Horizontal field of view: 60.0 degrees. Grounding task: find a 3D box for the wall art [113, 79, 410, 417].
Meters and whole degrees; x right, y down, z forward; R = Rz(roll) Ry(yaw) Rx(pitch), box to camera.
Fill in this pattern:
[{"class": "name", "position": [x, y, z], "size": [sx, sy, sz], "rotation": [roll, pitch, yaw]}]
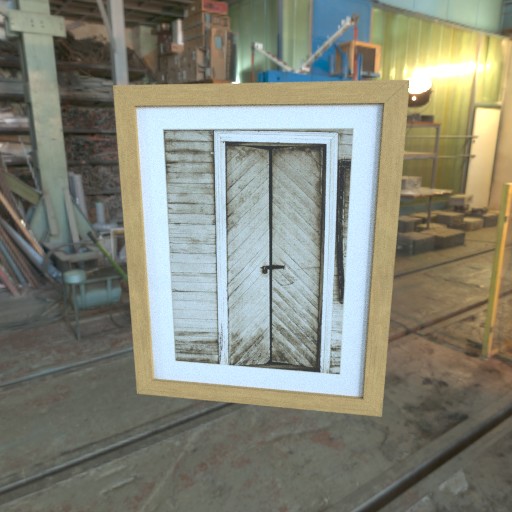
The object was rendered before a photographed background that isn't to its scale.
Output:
[{"class": "wall art", "position": [0.000, 0.000, 0.523], "size": [0.312, 0.380, 0.030], "rotation": [2, 15, 9]}]
